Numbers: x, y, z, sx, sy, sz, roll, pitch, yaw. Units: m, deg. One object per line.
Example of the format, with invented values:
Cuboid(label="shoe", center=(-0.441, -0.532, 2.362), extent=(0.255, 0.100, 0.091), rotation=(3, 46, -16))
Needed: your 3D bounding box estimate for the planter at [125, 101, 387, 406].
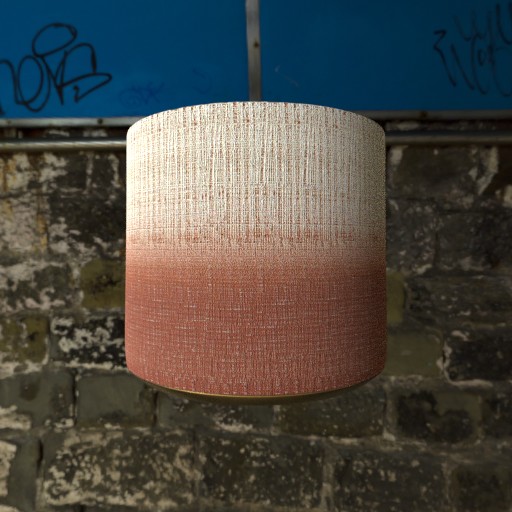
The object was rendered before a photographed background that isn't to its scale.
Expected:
Cuboid(label="planter", center=(0.000, 0.000, 0.389), extent=(0.221, 0.201, 0.221), rotation=(0, 1, 0))
